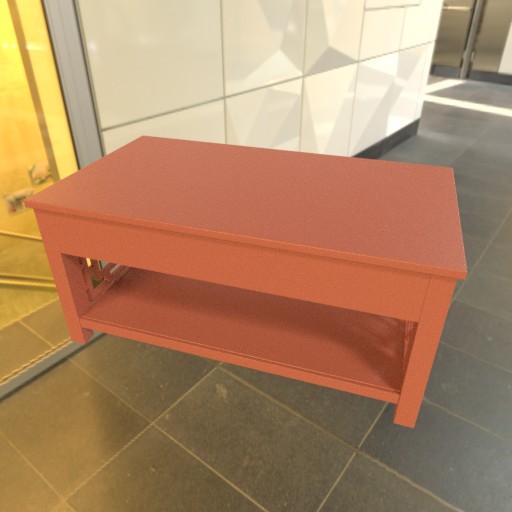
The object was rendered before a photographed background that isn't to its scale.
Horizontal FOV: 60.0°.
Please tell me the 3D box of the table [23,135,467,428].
[{"bbox_3d":[0.000,0.000,1.383,1.068,0.493,0.612,10,33,15],"label":"table"}]
